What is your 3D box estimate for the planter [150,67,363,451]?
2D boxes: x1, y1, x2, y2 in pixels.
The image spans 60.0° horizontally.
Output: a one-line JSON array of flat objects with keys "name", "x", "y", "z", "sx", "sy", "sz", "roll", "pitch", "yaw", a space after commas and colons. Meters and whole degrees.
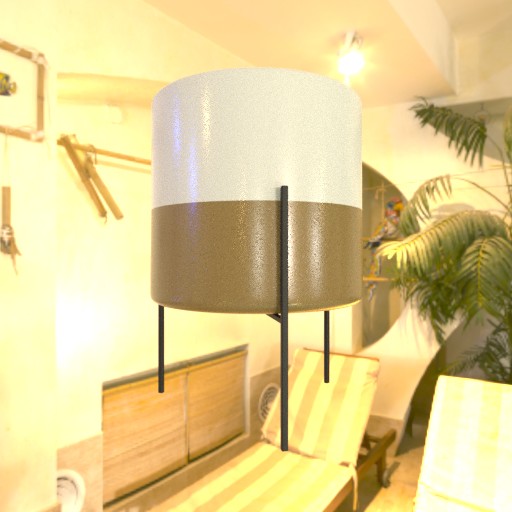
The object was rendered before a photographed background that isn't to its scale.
[{"name": "planter", "x": 0.000, "y": 0.000, "z": 0.654, "sx": 0.310, "sy": 0.432, "sz": 0.310, "roll": 0, "pitch": 0, "yaw": 34}]
